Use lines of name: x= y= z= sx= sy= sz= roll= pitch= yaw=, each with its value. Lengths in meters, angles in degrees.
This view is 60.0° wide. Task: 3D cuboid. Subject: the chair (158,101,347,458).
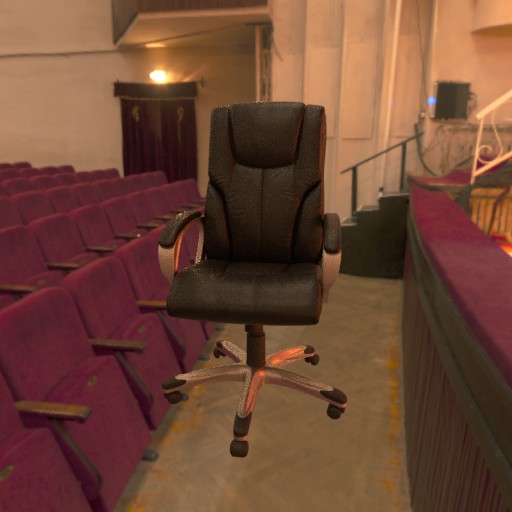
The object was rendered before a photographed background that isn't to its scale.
chair: x=0.000 y=0.000 z=1.640 sx=0.700 sy=1.145 sz=0.780 roll=2 pitch=14 yaw=8
